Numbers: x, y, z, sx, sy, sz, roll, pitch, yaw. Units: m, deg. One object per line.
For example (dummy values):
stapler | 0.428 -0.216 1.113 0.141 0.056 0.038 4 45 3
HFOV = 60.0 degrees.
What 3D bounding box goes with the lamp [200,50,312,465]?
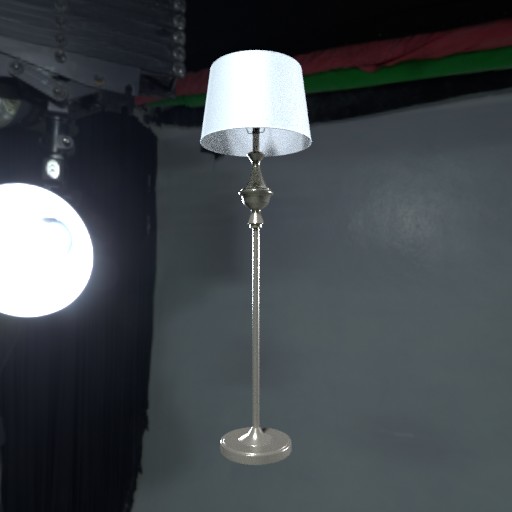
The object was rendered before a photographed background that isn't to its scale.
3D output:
lamp | 0.000 0.000 1.717 0.431 1.488 0.431 0 0 0
